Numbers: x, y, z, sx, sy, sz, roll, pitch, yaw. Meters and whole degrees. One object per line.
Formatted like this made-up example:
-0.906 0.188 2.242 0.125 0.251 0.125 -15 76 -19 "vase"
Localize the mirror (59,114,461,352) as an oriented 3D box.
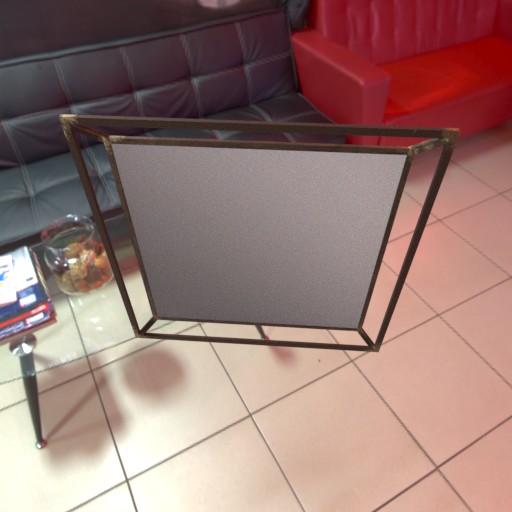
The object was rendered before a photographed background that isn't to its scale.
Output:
0.000 0.000 0.902 0.610 0.610 0.032 3 46 3 "mirror"
